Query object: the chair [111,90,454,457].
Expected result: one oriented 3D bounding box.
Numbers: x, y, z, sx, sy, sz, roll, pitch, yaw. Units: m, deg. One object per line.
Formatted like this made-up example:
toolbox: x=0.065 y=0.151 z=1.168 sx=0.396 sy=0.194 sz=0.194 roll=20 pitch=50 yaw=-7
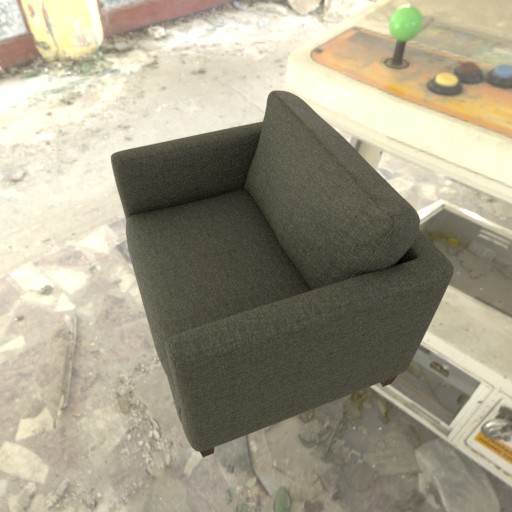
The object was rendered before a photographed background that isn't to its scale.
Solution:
chair: x=0.000 y=0.000 z=1.810 sx=0.959 sy=0.963 sz=1.107 roll=-16 pitch=48 yaw=-15
